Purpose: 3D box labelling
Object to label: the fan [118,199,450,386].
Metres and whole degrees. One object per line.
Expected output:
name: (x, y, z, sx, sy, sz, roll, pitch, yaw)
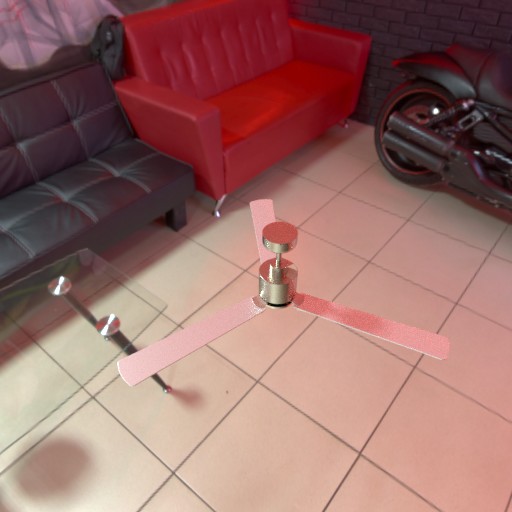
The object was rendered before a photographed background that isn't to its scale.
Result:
fan: (0.000, 0.000, 2.339, 1.561, 0.446, 1.531, -12, 43, -13)
